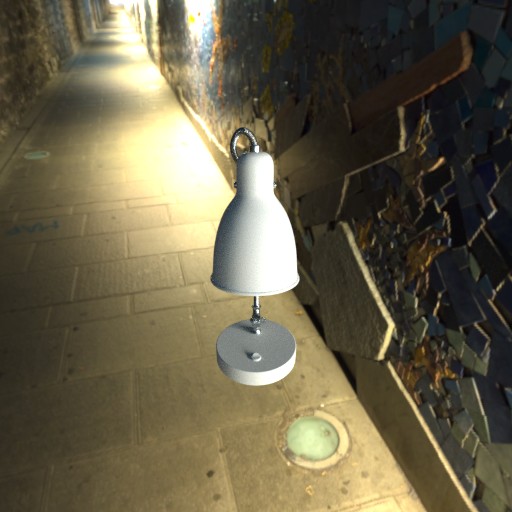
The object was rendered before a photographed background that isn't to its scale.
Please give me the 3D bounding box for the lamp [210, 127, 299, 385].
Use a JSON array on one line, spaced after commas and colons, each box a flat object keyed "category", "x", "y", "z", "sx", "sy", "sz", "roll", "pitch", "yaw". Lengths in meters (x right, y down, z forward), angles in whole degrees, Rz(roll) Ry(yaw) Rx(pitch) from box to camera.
[{"category": "lamp", "x": 0.000, "y": 0.000, "z": 0.882, "sx": 0.187, "sy": 0.587, "sz": 0.561, "roll": 0, "pitch": 30, "yaw": 0}]
